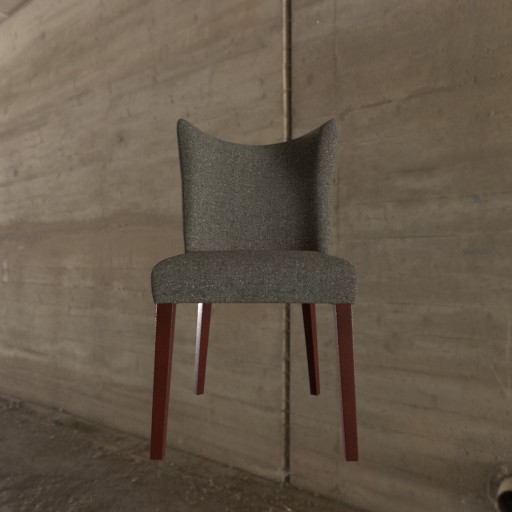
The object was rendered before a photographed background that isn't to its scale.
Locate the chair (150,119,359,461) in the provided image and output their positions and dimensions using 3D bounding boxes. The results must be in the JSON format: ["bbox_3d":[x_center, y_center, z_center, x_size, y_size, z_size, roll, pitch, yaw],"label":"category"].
[{"bbox_3d":[0.000,0.000,1.305,0.535,0.924,0.623,0,-1,1],"label":"chair"}]
